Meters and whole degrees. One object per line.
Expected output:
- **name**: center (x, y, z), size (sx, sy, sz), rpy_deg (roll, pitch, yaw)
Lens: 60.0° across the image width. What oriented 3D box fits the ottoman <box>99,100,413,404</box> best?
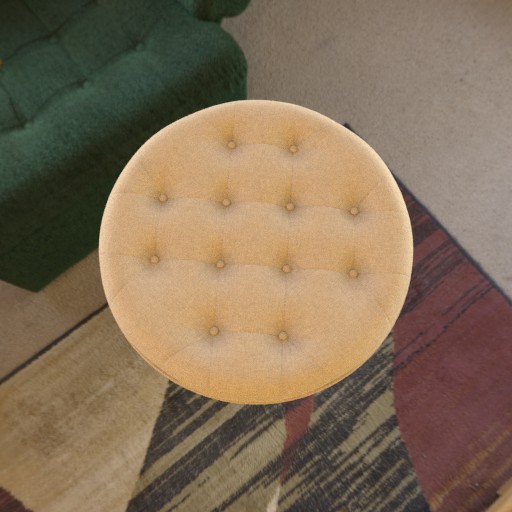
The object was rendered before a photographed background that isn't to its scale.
- **ottoman**: center (0.000, 0.000, 1.364), size (0.849, 0.478, 0.849), rpy_deg (0, 75, 0)
